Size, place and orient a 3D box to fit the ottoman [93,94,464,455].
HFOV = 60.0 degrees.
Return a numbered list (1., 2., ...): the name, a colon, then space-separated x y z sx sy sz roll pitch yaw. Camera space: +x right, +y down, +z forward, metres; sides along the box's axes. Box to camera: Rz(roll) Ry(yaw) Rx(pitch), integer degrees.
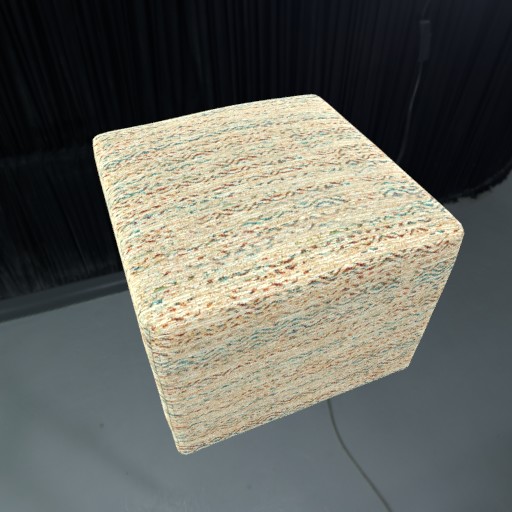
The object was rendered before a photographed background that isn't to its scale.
1. ottoman: 0.000 0.000 0.910 0.512 0.453 0.521 -16 47 -15
